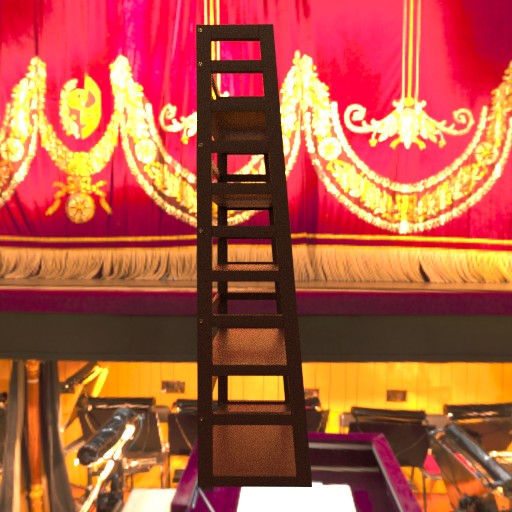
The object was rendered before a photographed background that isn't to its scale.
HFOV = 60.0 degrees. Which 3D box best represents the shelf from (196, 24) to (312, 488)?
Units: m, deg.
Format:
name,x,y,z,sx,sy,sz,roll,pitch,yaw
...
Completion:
name,x,y,z,sx,sy,sz,roll,pitch,yaw
shelf,0.000,0.000,1.910,0.403,1.600,0.763,0,2,1
